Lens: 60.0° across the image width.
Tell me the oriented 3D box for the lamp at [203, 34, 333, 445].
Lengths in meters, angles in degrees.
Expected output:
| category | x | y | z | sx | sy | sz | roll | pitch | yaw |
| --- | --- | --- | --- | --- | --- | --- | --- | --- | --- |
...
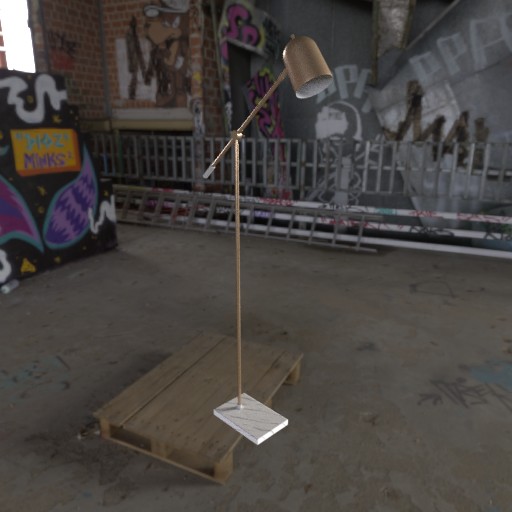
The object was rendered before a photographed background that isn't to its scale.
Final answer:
| category | x | y | z | sx | sy | sz | roll | pitch | yaw |
| --- | --- | --- | --- | --- | --- | --- | --- | --- | --- |
| lamp | 0.000 | 0.000 | 1.803 | 0.194 | 1.594 | 0.653 | -15 | 22 | -42 |
